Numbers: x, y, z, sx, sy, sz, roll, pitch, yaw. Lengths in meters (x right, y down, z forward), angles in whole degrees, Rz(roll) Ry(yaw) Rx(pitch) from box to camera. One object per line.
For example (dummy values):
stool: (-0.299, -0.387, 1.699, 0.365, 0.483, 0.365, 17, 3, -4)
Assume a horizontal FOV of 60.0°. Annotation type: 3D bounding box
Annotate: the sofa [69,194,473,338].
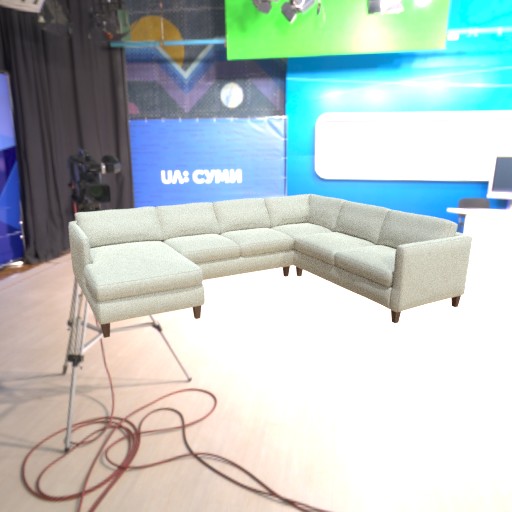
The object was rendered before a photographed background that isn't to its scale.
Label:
sofa: (0.000, 0.000, 4.471, 3.238, 0.853, 2.551, -8, 17, -27)
